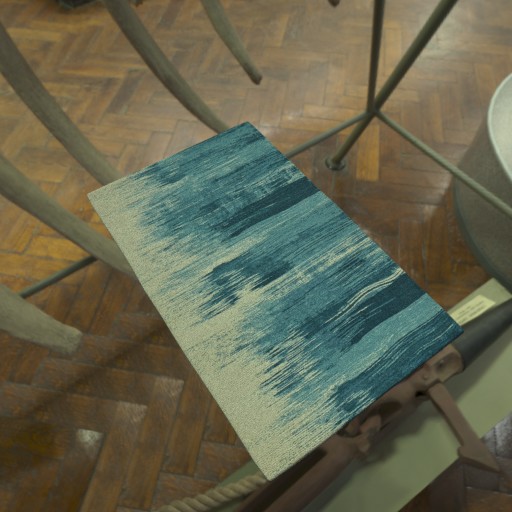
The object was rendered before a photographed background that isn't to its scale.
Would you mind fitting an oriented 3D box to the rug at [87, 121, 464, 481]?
[{"bbox_3d":[0.000,0.000,3.113,1.540,0.027,2.450,-30,61,-19],"label":"rug"}]
